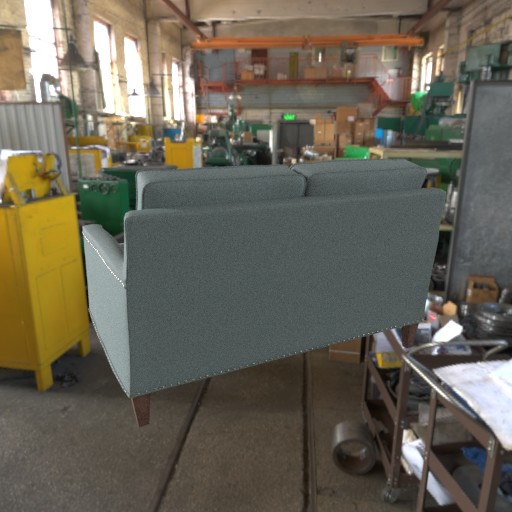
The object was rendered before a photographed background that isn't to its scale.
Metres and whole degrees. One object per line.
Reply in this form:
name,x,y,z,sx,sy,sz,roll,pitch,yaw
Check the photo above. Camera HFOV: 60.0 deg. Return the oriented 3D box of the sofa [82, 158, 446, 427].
sofa,0.000,0.000,2.311,1.597,1.003,1.084,-8,17,-26
